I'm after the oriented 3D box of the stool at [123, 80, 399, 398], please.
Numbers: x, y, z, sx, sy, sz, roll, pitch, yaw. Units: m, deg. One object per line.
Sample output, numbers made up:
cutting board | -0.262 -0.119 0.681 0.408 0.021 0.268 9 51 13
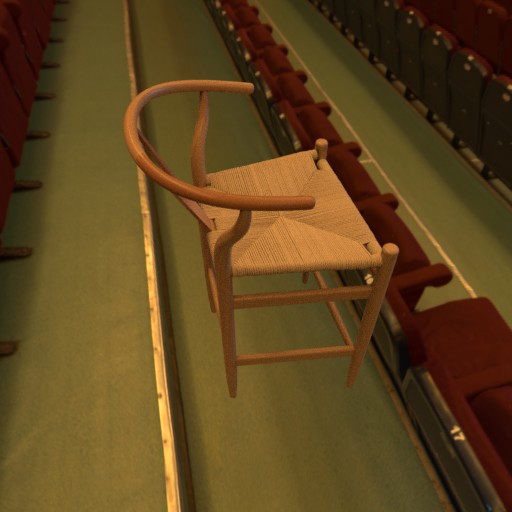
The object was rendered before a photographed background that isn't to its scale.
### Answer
stool | 0.000 0.000 1.304 0.575 0.923 0.536 -10 47 -10
